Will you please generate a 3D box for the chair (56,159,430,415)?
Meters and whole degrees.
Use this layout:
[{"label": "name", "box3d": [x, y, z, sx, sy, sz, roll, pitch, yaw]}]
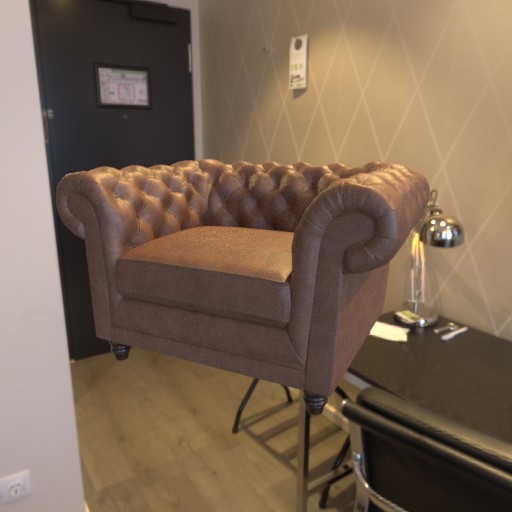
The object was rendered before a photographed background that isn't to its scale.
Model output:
[{"label": "chair", "box3d": [0.000, 0.000, 1.886, 1.298, 0.784, 0.954, 7, 16, 26]}]
